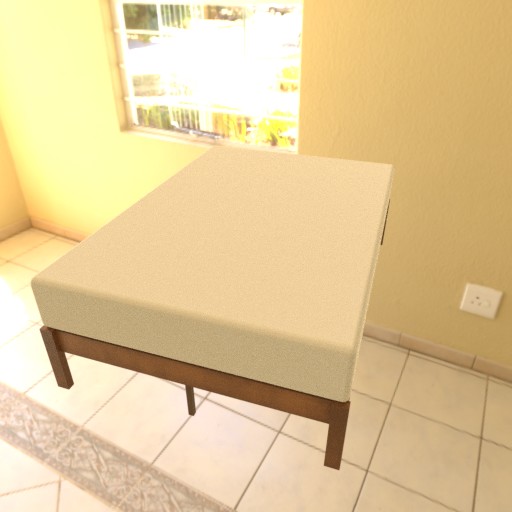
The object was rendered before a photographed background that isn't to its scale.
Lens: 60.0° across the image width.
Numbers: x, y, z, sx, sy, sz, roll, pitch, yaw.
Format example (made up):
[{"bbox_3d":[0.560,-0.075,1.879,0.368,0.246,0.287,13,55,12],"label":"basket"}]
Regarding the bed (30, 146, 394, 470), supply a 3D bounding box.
[{"bbox_3d":[0.000,0.000,2.558,1.348,0.616,1.927,10,33,16],"label":"bed"}]
